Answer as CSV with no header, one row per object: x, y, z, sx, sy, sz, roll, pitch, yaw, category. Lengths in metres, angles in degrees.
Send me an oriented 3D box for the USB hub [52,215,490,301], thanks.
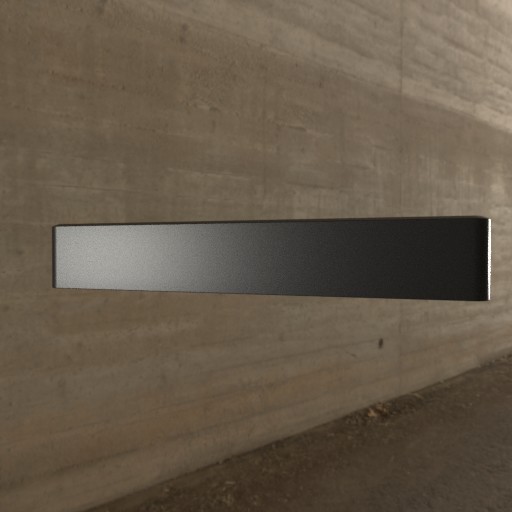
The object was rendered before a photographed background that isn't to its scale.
0.000,0.000,0.159,0.145,0.023,0.044,0,1,17,USB hub
